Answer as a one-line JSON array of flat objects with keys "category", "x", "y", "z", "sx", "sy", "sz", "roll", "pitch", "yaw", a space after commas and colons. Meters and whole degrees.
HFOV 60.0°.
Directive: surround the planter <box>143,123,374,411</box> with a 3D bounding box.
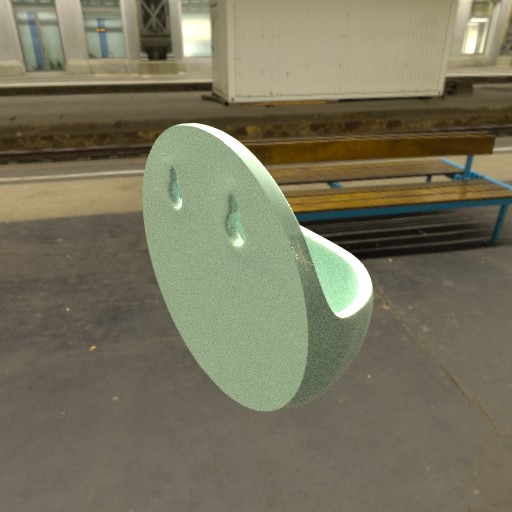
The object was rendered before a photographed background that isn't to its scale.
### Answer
[{"category": "planter", "x": 0.000, "y": 0.000, "z": 0.274, "sx": 0.073, "sy": 0.164, "sz": 0.189, "roll": -18, "pitch": 32, "yaw": -31}]
